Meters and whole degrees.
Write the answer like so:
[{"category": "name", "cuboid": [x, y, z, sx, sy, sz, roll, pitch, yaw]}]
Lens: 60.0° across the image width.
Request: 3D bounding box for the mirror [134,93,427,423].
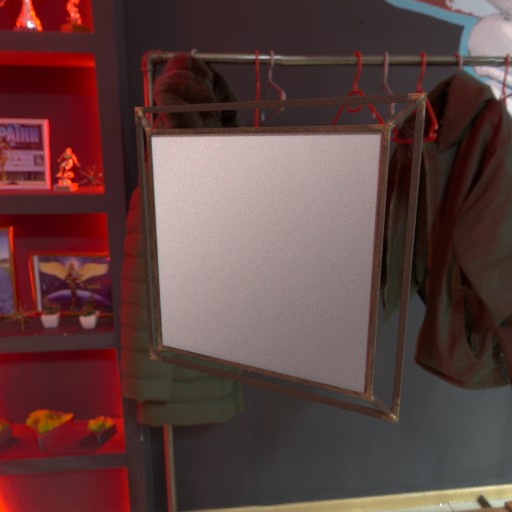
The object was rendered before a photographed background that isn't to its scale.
[{"category": "mirror", "cuboid": [0.000, 0.000, 0.919, 0.610, 0.610, 0.032, 7, 15, 26]}]
